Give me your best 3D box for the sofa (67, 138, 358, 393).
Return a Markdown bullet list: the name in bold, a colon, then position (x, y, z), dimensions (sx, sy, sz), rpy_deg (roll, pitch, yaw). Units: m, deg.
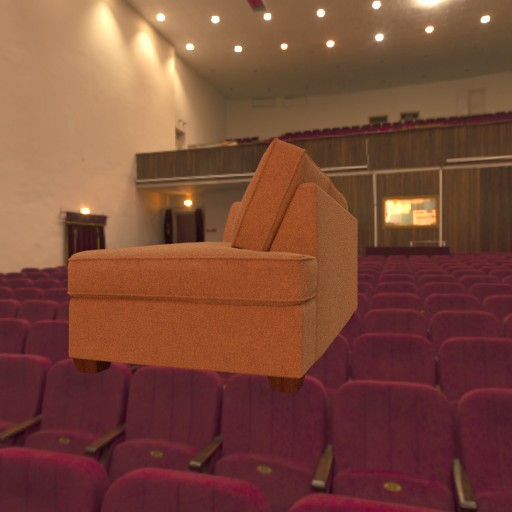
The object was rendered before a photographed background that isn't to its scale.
- **sofa**: position (0.000, 0.000, 2.831), dimensions (1.110, 1.033, 2.237), rpy_deg (0, 0, 18)
